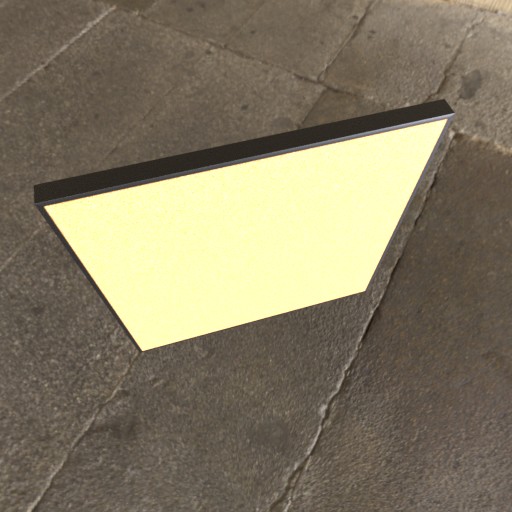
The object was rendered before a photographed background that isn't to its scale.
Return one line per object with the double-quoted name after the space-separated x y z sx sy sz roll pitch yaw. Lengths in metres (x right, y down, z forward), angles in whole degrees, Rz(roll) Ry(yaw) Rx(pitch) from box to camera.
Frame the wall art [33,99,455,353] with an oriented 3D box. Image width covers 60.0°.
0.000 0.000 1.121 0.769 0.766 0.042 -14 60 -8 "wall art"
